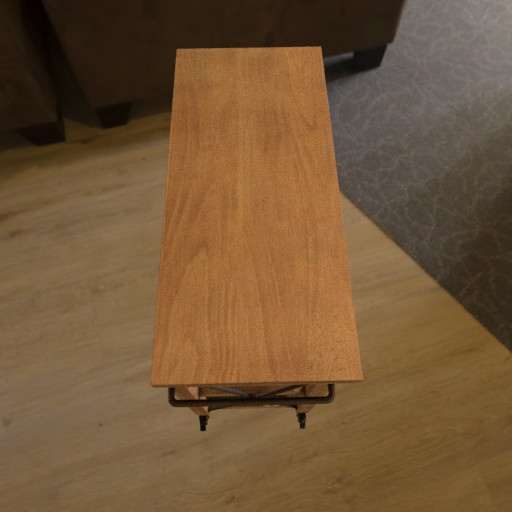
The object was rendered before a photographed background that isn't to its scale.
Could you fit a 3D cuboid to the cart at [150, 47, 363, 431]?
[{"bbox_3d":[0.000,0.000,0.983,0.298,0.554,0.686,-1,64,-1],"label":"cart"}]
